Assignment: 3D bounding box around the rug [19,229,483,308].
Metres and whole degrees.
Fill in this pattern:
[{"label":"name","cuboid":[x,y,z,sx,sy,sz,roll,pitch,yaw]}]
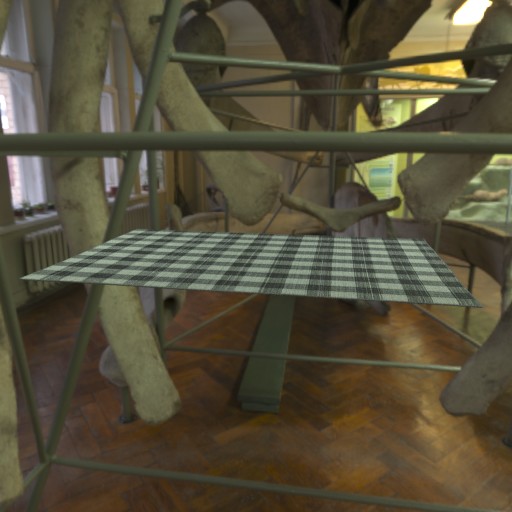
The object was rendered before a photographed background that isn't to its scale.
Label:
[{"label":"rug","cuboid":[0.000,0.000,3.048,2.476,0.011,1.554,3,15,10]}]
